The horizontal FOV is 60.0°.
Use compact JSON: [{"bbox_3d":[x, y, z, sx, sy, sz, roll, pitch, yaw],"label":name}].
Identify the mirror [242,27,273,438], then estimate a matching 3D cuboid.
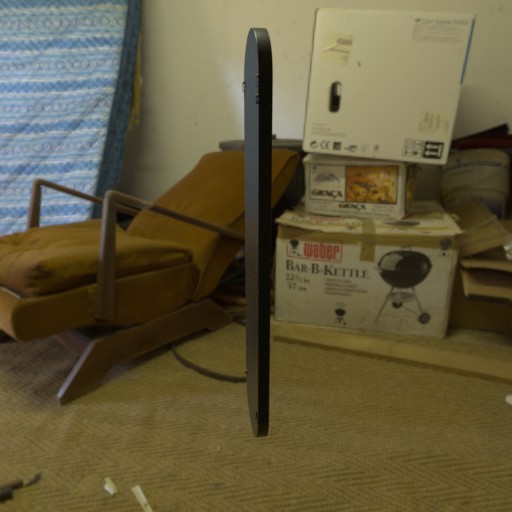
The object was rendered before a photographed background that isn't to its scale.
[{"bbox_3d":[0.000,0.000,1.071,0.032,0.991,0.222,-3,18,-8],"label":"mirror"}]
